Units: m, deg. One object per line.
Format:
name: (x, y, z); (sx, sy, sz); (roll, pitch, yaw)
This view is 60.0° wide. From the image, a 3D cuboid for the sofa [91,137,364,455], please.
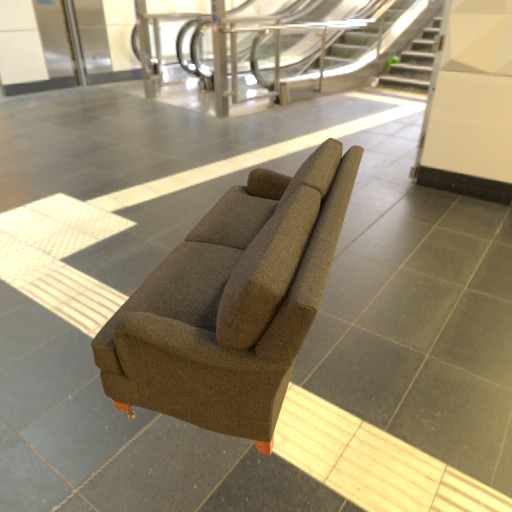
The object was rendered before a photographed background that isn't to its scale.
sofa: (0.000, 0.000, 2.843); (1.087, 1.054, 2.160); (9, 32, 14)
